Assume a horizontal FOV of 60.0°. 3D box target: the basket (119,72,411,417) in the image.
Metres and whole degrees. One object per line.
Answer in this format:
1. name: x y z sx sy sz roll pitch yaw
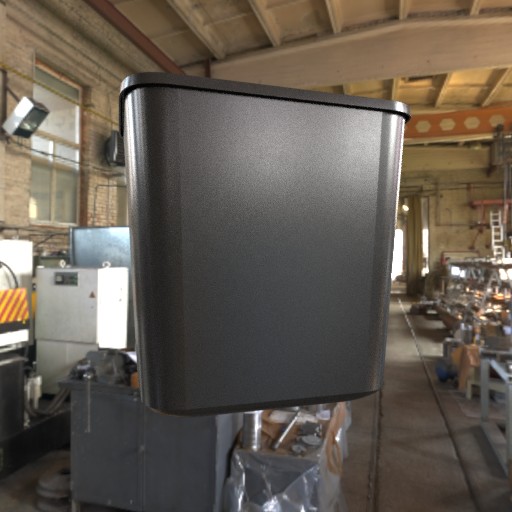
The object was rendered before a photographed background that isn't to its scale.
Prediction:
1. basket: 0.000 0.000 0.505 0.300 0.307 0.211 0 -1 -17
